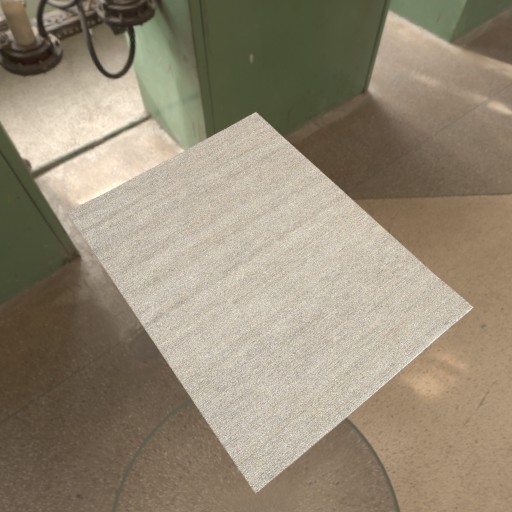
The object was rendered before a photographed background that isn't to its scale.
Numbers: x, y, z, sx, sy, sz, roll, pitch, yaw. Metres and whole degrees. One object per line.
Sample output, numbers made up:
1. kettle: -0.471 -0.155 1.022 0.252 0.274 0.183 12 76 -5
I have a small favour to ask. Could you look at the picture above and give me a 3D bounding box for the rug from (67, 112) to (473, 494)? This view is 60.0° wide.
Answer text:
1. rug: 0.000 0.000 4.771 2.757 0.051 3.626 -33 64 -18
